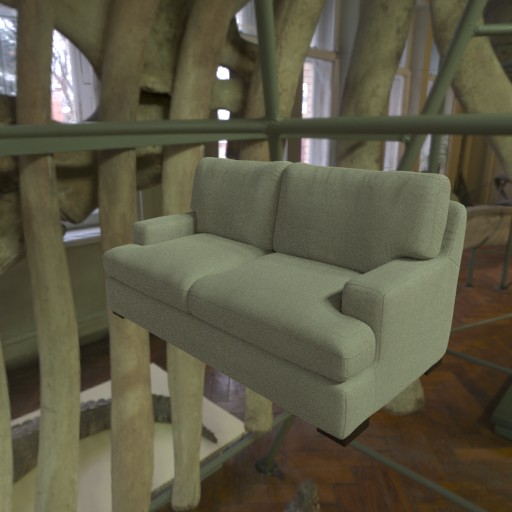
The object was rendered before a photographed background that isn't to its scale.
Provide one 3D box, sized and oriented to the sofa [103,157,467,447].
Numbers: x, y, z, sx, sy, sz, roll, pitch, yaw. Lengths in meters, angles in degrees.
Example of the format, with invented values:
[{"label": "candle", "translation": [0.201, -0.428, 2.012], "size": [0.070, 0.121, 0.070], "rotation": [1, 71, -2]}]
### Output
[{"label": "sofa", "translation": [0.000, 0.000, 2.437], "size": [1.855, 0.980, 0.962], "rotation": [16, 22, 42]}]
